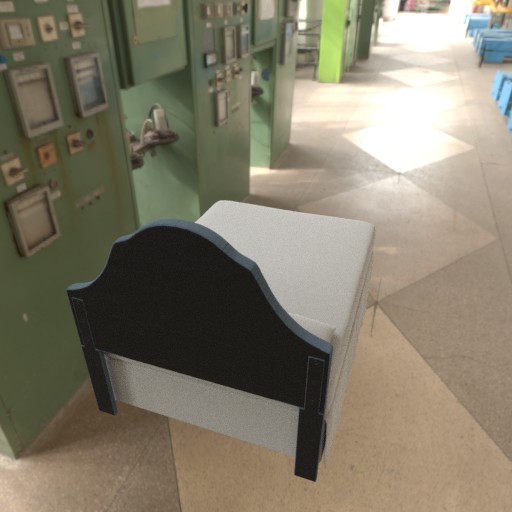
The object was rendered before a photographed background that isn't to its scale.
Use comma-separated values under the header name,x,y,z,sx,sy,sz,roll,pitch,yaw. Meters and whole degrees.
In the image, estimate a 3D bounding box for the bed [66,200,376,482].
name,x,y,z,sx,sy,sz,roll,pitch,yaw
bed,0.000,0.000,3.283,1.636,1.575,2.155,11,33,17
